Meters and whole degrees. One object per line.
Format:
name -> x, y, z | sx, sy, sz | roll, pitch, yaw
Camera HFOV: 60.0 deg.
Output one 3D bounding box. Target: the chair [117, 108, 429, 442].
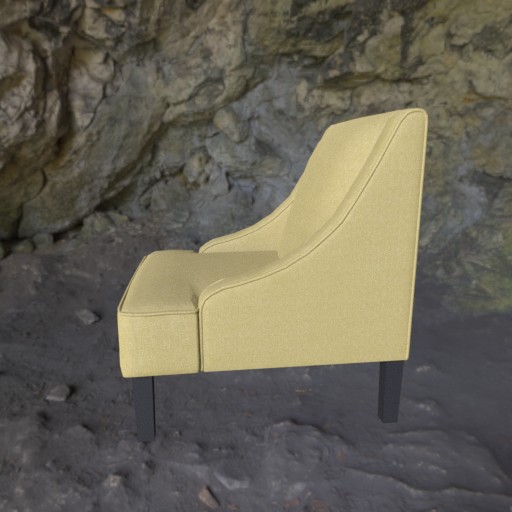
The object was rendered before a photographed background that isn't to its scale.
chair -> 0.000, 0.000, 1.488 | 0.814, 0.896, 0.696 | -2, 13, -7
